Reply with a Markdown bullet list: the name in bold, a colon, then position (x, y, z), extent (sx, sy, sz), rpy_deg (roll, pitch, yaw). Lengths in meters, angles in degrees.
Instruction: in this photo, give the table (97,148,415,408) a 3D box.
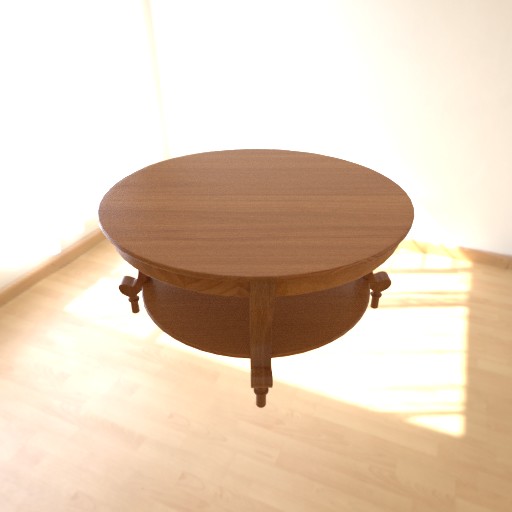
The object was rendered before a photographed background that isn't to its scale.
- **table**: position (0.000, 0.000, 1.620), extent (1.029, 0.490, 1.029), rpy_deg (0, 31, 0)
